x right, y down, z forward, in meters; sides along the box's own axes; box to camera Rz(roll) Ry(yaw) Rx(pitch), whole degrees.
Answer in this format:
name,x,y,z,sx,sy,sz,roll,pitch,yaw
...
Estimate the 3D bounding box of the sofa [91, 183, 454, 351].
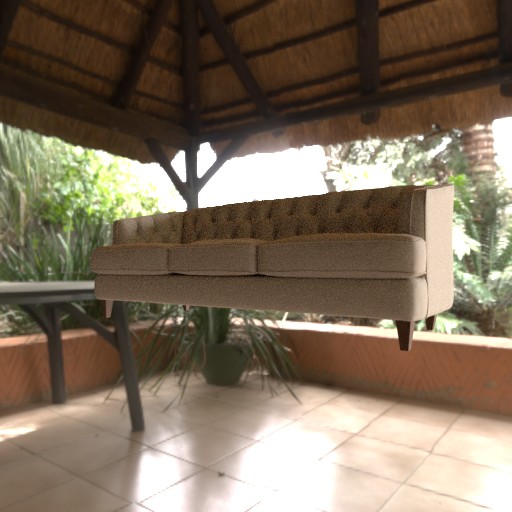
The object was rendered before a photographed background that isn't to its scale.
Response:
name,x,y,z,sx,sy,sz,roll,pitch,yaw
sofa,0.000,0.000,2.819,2.278,0.855,0.941,-1,-2,36
